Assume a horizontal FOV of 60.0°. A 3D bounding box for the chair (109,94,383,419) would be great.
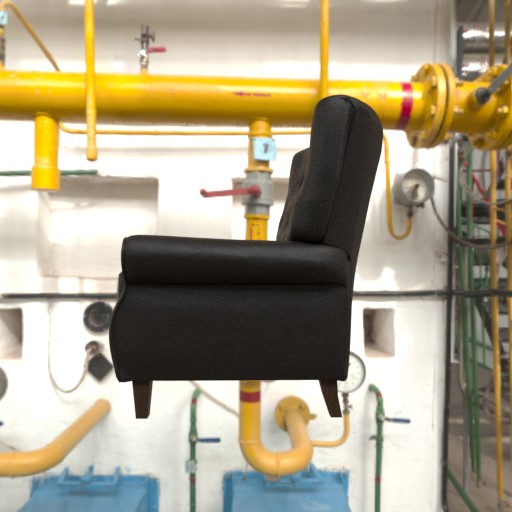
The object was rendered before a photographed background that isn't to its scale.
[{"bbox_3d":[0.000,0.000,1.917,1.058,1.158,0.948,0,0,-1],"label":"chair"}]
